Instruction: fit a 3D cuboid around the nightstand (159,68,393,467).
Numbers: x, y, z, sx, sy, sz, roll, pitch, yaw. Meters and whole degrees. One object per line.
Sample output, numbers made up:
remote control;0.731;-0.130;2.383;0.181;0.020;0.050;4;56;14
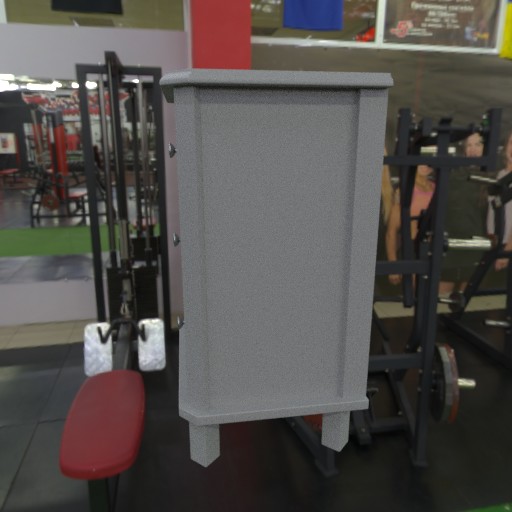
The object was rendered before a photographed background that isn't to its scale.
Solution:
nightstand;0.000;0.000;0.944;0.350;0.680;0.450;-2;15;-9
